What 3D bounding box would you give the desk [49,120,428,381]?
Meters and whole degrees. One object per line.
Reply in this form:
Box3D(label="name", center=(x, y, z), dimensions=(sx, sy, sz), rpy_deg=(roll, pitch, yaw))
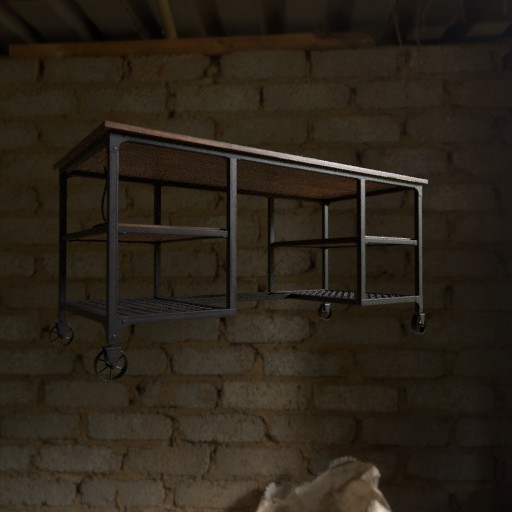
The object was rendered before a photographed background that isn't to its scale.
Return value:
Box3D(label="desk", center=(0.000, 0.000, 1.998), dimensions=(1.590, 0.751, 0.711), rpy_deg=(1, -1, -35))
